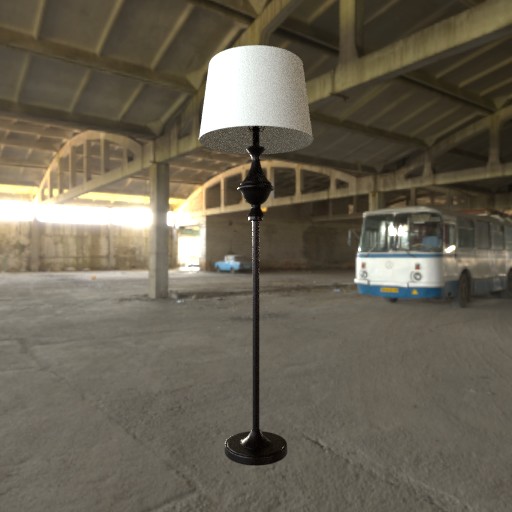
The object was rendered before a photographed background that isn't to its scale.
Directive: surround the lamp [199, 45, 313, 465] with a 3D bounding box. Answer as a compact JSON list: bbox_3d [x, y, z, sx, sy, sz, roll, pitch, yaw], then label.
[{"bbox_3d":[0.000,0.000,1.684,0.431,1.484,0.431,0,0,0],"label":"lamp"}]
